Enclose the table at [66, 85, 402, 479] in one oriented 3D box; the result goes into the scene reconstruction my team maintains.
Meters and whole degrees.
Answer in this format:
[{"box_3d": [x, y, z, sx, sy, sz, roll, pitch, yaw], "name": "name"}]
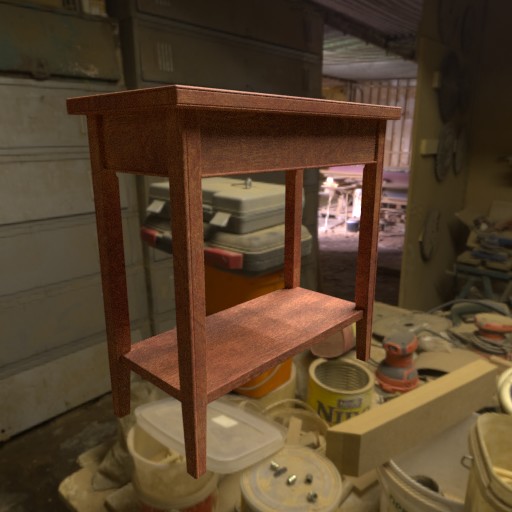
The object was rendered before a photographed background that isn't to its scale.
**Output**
[{"box_3d": [0.000, 0.000, 0.935, 0.305, 0.610, 0.610, 14, 20, 41], "name": "table"}]
